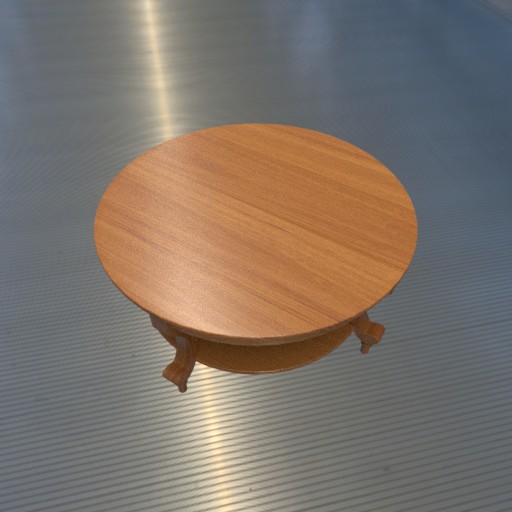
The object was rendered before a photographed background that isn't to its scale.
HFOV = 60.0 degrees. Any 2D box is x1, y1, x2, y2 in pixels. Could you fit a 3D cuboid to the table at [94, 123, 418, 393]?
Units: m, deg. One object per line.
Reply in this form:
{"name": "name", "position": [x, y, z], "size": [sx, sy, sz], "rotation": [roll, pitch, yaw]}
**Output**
{"name": "table", "position": [0.000, 0.000, 1.619], "size": [1.029, 0.490, 1.029], "rotation": [0, 46, 0]}
